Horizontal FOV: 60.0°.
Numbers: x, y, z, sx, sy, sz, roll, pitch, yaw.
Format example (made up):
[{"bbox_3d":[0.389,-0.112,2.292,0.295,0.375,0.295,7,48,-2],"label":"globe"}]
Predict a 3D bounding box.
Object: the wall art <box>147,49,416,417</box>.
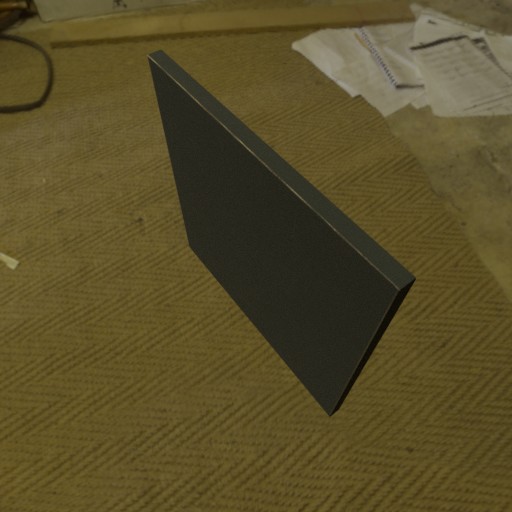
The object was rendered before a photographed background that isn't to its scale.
[{"bbox_3d":[0.000,0.000,0.460,0.015,0.303,0.304,-32,62,-20],"label":"wall art"}]
